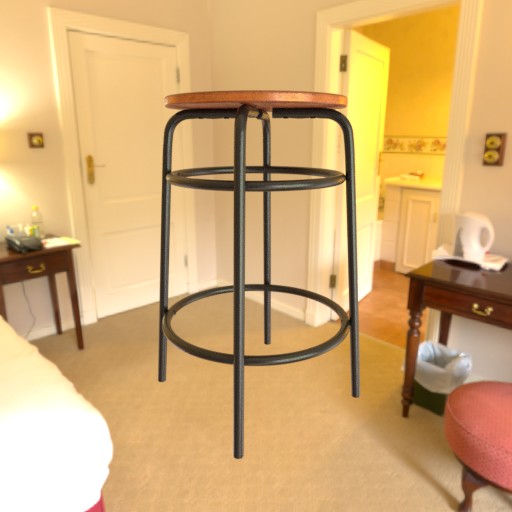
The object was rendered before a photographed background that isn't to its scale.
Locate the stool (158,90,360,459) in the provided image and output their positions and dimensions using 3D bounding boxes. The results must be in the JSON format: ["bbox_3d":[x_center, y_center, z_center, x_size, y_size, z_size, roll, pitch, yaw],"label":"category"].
[{"bbox_3d":[0.000,0.000,0.908,0.455,0.610,0.455,2,16,8],"label":"stool"}]
